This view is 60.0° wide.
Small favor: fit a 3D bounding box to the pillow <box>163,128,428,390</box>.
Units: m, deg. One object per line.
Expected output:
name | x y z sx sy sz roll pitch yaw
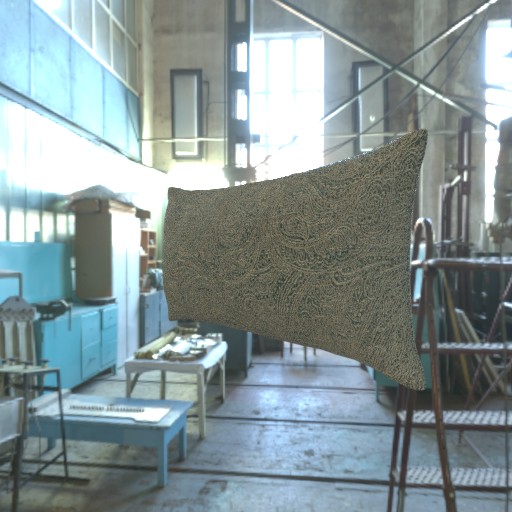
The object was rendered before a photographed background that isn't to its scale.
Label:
pillow | 0.000 0.000 0.735 0.151 0.295 0.615 -1 1 -38
